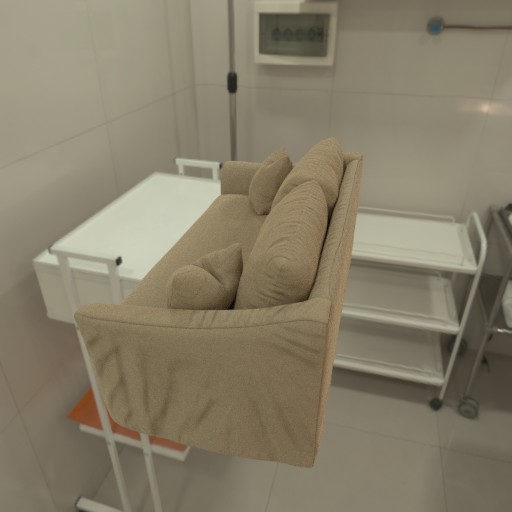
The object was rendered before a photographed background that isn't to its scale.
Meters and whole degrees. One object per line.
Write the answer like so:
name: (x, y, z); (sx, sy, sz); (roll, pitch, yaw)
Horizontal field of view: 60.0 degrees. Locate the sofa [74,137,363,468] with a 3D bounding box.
sofa: (0.000, 0.000, 2.617); (1.072, 1.018, 2.010); (8, 31, 13)
